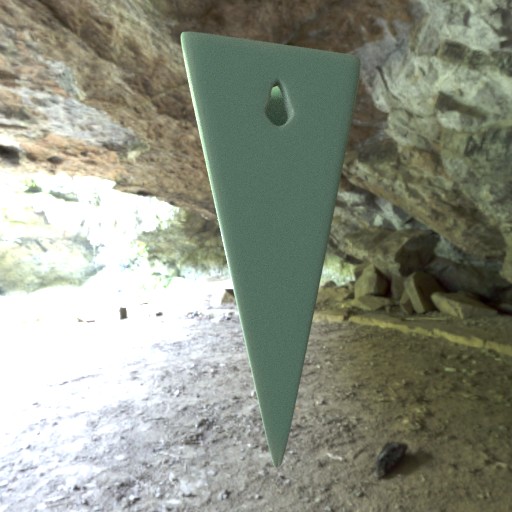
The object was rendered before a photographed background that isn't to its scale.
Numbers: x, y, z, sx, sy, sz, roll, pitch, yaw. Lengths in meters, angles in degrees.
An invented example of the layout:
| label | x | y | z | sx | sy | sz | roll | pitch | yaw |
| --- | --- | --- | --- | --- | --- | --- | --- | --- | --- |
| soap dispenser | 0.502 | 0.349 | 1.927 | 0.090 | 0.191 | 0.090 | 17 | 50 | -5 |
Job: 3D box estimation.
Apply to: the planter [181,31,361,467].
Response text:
| label | x | y | z | sx | sy | sz | roll | pitch | yaw |
| --- | --- | --- | --- | --- | --- | --- | --- | --- | --- |
| planter | 0.000 | 0.000 | 0.215 | 0.080 | 0.178 | 0.064 | 0 | 1 | -17 |
